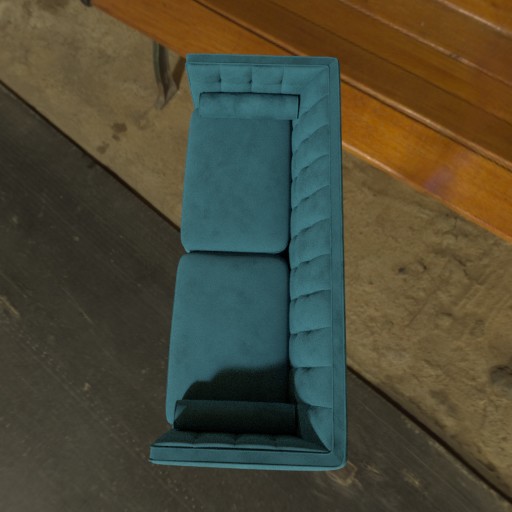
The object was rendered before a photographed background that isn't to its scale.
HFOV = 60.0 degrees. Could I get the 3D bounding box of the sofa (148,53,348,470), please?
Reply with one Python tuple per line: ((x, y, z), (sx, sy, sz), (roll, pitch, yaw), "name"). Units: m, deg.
((0.000, 0.000, 2.496), (0.867, 0.789, 2.087), (2, 74, 1), "sofa")
